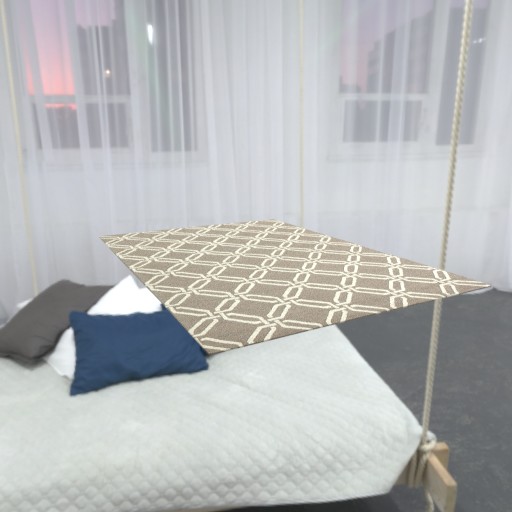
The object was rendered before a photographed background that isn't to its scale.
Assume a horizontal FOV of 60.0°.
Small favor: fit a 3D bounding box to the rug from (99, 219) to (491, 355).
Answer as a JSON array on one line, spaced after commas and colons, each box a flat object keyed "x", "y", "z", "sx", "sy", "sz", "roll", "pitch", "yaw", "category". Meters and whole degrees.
[{"x": 0.000, "y": 0.000, "z": 4.430, "sx": 2.441, "sy": 0.020, "sz": 3.419, "roll": -8, "pitch": 17, "yaw": -28, "category": "rug"}]
